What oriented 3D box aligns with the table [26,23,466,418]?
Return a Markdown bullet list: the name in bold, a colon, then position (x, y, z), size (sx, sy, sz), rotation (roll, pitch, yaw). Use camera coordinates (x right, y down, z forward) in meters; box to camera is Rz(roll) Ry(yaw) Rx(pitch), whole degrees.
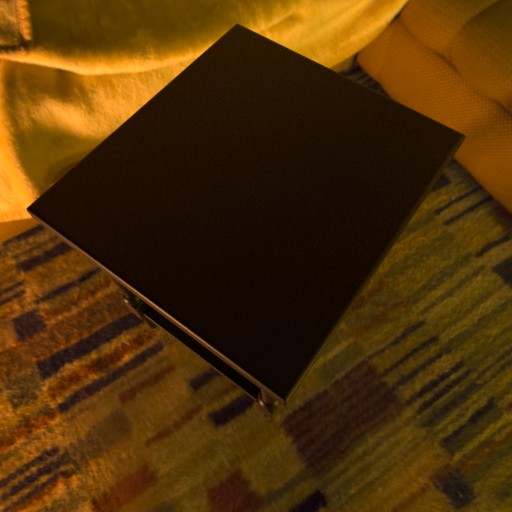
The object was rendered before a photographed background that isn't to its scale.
- **table**: position (0.000, 0.000, 0.898), size (0.442, 0.565, 0.488), rotation (33, 68, 15)
